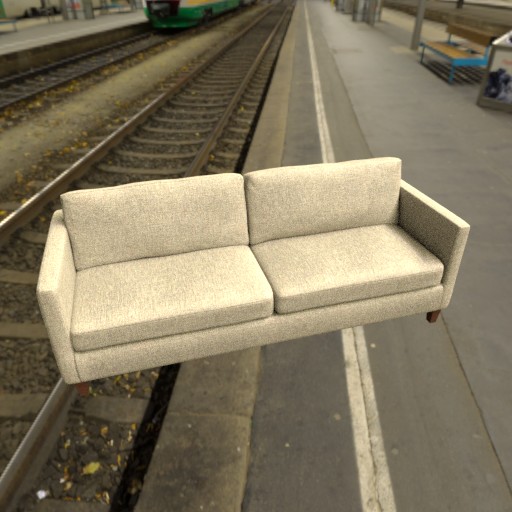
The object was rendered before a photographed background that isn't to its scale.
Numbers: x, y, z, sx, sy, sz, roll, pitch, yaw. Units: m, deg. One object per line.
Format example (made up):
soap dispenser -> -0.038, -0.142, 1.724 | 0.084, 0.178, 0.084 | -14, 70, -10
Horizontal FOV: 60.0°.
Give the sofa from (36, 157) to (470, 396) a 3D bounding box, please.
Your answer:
sofa -> 0.000, 0.000, 2.852 | 2.434, 0.951, 0.948 | -9, 32, -14
